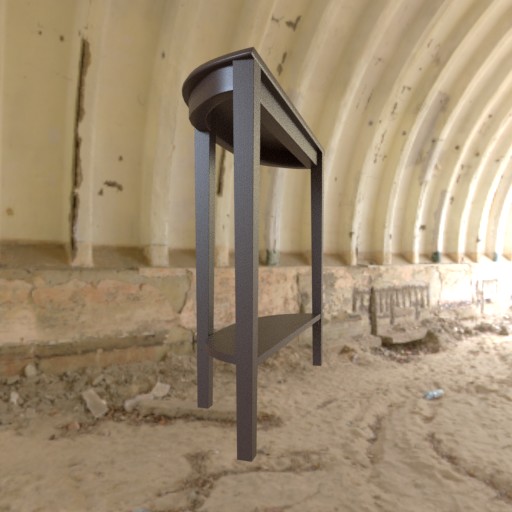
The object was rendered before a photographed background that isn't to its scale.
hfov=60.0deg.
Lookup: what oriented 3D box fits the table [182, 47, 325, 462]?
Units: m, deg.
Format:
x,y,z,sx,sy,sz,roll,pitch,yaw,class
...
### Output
x,y,z,sx,sy,sz,roll,pitch,yaw,class
0.000,0.000,1.341,0.274,0.831,0.909,0,0,18,table
